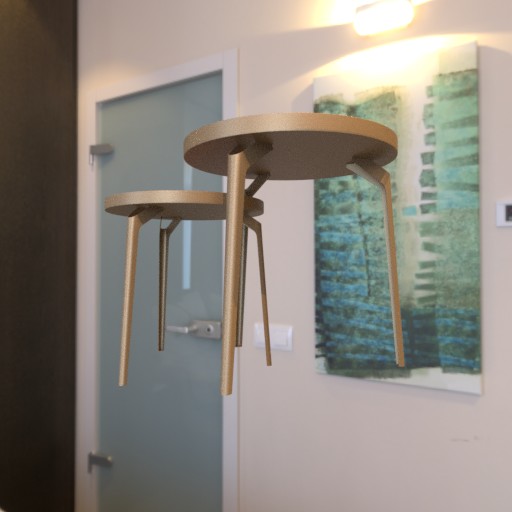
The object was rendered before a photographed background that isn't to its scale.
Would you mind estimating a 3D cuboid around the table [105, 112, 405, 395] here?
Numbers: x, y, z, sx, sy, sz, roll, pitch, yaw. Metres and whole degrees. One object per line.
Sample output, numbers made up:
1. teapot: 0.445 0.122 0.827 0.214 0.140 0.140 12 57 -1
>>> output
1. table: 0.000 0.000 1.130 0.751 0.555 0.532 0 -1 1
